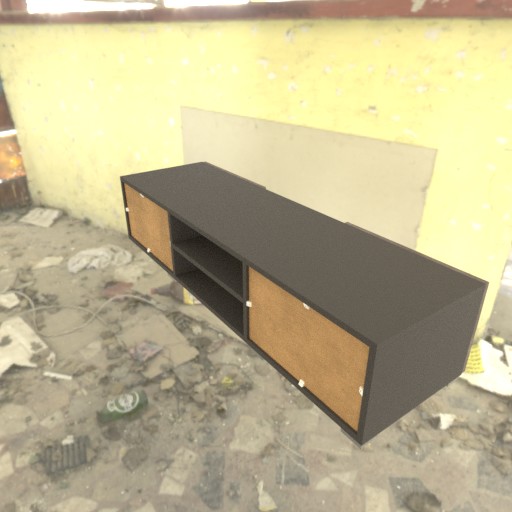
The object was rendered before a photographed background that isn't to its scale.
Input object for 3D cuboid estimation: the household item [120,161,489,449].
[{"bbox_3d":[0.000,0.000,1.564,0.420,0.310,1.400,-18,32,-31],"label":"household item"}]
